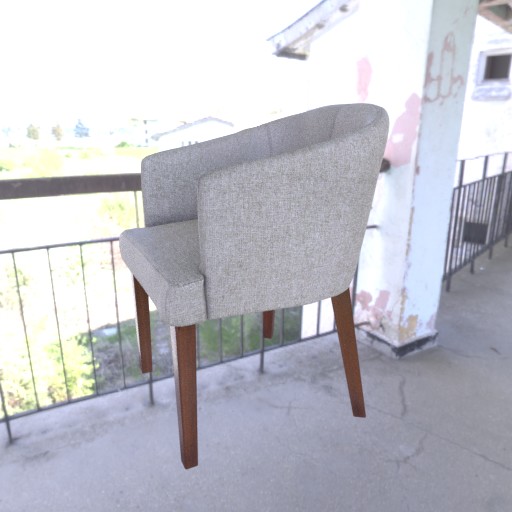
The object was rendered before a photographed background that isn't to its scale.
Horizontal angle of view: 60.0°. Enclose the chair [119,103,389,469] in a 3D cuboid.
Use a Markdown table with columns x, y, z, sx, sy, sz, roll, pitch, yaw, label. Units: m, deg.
| x | y | z | sx | sy | sz | roll | pitch | yaw | label |
| --- | --- | --- | --- | --- | --- | --- | --- | --- | --- |
| 0.000 | 0.000 | 1.228 | 0.655 | 0.811 | 0.583 | -8 | 18 | -25 | chair |
